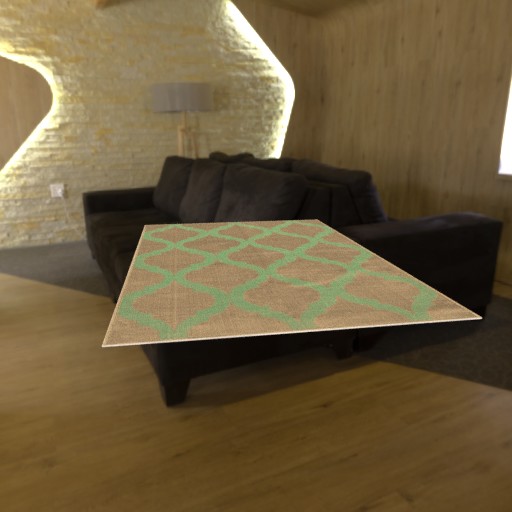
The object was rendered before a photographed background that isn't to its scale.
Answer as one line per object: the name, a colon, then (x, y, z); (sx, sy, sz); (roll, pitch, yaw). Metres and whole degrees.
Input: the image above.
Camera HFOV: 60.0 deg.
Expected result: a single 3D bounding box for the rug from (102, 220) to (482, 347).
rug: (0.000, 0.000, 2.814); (1.524, 0.006, 2.286); (-3, 15, -9)
